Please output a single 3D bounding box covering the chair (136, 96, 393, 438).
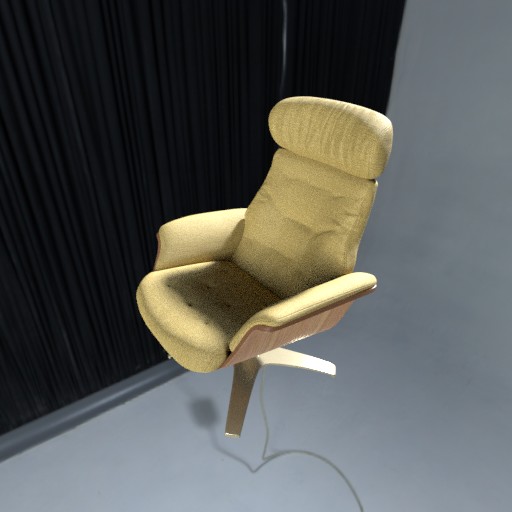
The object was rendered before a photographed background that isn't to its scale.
[{"bbox_3d":[0.000,0.000,1.602,0.837,0.995,0.785,-19,35,-30],"label":"chair"}]
